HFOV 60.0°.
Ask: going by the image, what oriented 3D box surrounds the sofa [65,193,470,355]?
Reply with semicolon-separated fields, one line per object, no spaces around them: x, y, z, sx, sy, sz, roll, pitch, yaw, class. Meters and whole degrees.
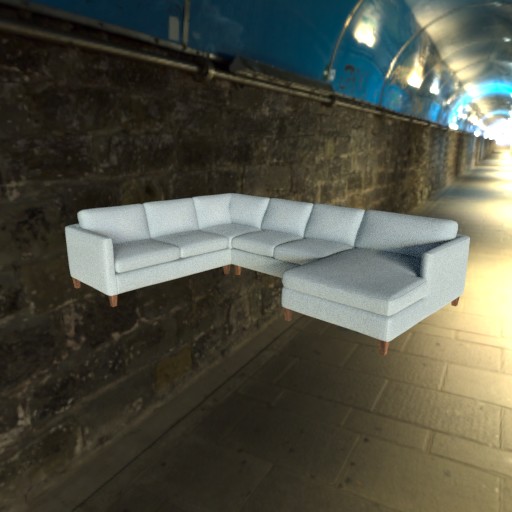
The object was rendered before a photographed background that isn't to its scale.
0.000;0.000;4.598;3.403;0.889;2.551;14;20;42;sofa
